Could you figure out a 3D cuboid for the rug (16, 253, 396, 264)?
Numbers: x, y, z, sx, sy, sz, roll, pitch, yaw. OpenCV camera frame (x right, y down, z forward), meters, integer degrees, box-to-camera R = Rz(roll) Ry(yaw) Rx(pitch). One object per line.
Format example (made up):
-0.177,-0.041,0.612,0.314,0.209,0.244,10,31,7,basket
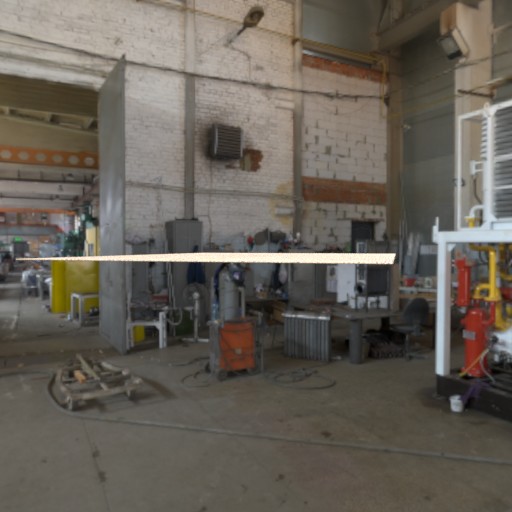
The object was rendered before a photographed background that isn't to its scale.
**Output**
0.000,0.000,4.079,2.442,0.008,3.046,0,1,18,rug
